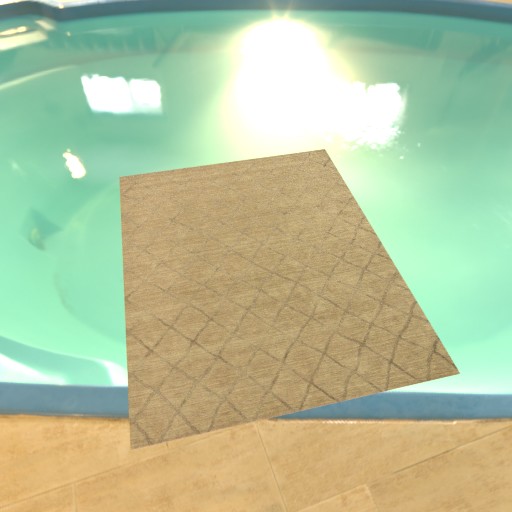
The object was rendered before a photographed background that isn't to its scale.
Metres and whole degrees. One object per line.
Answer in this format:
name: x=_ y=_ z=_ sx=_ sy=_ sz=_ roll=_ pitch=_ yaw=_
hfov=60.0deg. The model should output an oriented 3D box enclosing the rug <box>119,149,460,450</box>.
rug: x=0.000 y=0.000 z=4.130 sx=2.420 sy=0.019 sz=3.038 roll=-10 pitch=48 yaw=-9
